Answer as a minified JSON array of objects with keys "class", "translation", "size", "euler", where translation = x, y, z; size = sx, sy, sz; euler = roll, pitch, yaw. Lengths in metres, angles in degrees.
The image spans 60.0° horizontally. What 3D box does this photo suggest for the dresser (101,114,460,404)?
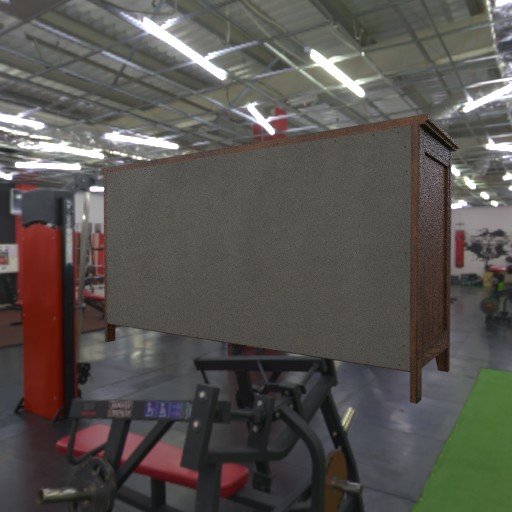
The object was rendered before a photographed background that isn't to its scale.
[{"class":"dresser","translation":[0.000,0.000,1.931],"size":[1.551,0.856,0.463],"euler":[1,1,35]}]
